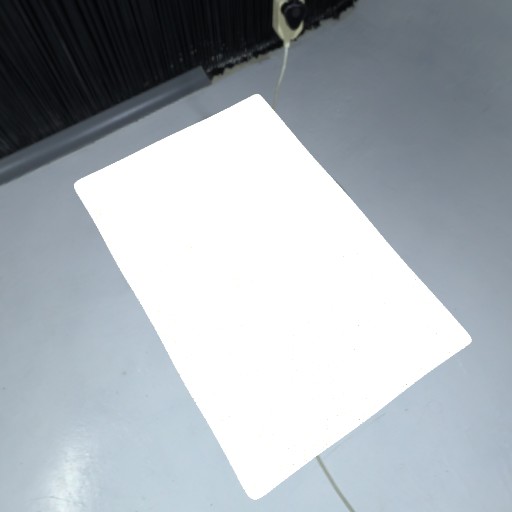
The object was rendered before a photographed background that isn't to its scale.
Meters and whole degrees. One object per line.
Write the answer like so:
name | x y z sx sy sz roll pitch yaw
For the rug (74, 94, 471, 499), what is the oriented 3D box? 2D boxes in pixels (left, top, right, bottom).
rug | 0.000 0.000 3.310 1.798 0.025 2.698 -30 68 -13
